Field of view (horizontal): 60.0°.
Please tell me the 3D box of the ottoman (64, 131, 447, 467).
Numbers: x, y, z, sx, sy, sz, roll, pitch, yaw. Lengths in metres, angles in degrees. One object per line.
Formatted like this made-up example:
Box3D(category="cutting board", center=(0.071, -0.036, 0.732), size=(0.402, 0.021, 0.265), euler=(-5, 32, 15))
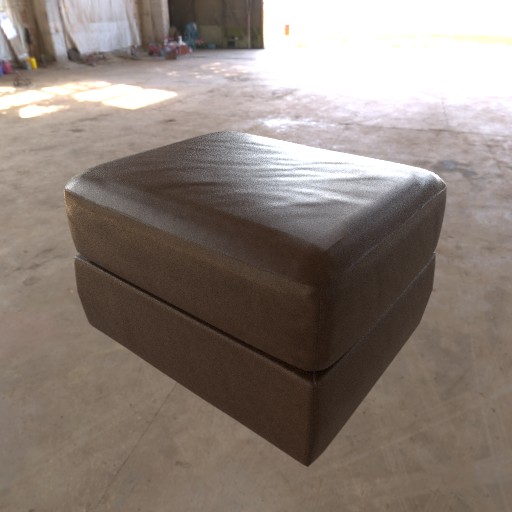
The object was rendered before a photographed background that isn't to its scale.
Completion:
Box3D(category="ottoman", center=(0.000, 0.000, 1.117), size=(0.751, 0.476, 0.603), euler=(21, 35, 33))
